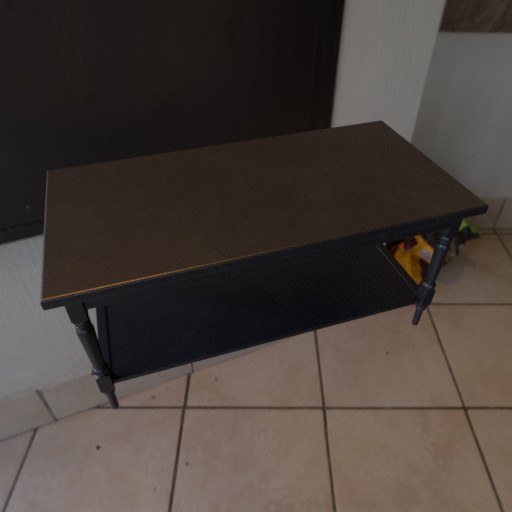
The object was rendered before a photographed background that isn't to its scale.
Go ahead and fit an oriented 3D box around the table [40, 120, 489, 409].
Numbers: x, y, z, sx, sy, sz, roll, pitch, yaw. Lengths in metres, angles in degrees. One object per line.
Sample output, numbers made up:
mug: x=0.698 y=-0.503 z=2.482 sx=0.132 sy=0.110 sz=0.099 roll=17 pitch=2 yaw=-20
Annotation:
table: x=0.000 y=0.000 z=1.395 sx=1.107 sy=0.510 sz=0.550 roll=-12 pitch=43 yaw=-13
